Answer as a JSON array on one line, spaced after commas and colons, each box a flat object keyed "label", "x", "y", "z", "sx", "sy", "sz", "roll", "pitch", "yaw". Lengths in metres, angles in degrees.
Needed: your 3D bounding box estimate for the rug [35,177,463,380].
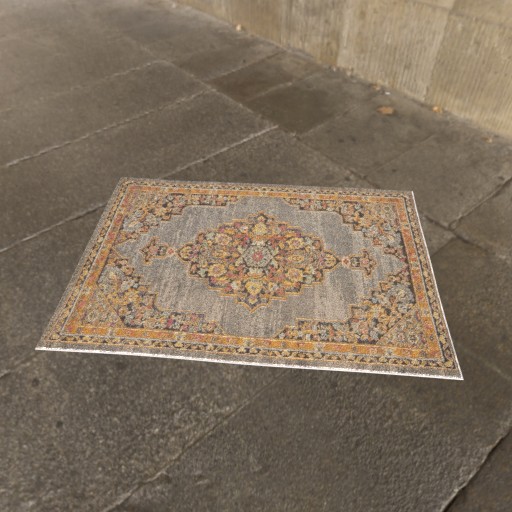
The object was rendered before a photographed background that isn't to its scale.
[{"label": "rug", "x": 0.000, "y": 0.000, "z": 3.898, "sx": 3.063, "sy": 0.024, "sz": 2.158, "roll": 3, "pitch": 45, "yaw": 3}]
